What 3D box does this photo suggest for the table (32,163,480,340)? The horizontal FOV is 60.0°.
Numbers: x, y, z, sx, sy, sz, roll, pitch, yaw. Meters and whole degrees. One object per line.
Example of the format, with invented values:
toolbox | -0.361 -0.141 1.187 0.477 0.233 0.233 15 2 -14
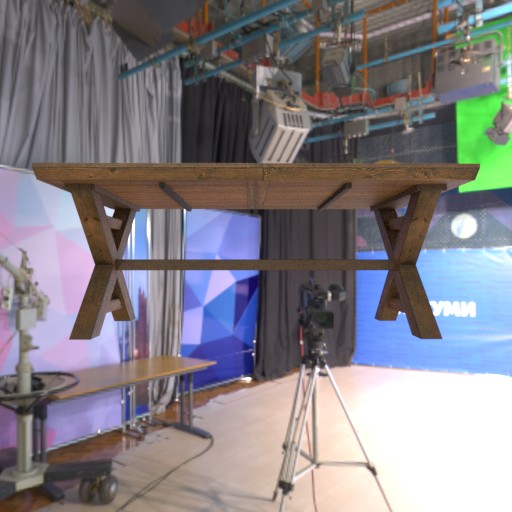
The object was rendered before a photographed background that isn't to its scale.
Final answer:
table | 0.000 0.000 2.471 1.966 0.793 1.071 0 -1 0
